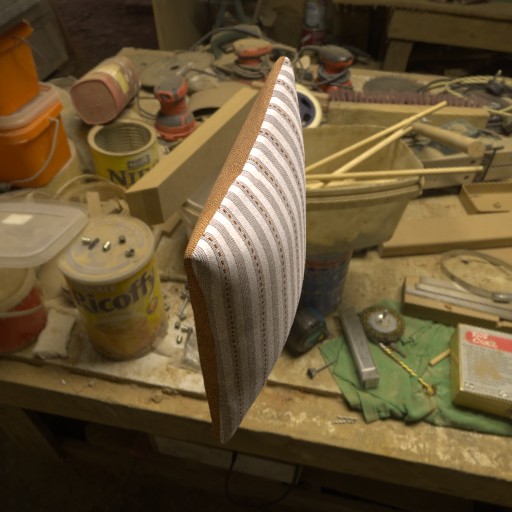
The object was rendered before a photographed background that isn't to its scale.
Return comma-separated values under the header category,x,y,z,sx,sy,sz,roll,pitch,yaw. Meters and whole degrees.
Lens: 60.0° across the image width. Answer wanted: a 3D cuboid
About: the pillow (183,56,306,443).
category,x,y,z,sx,sy,sz,roll,pitch,yaw
pillow,0.000,0.000,0.678,0.147,0.437,0.432,9,47,9
